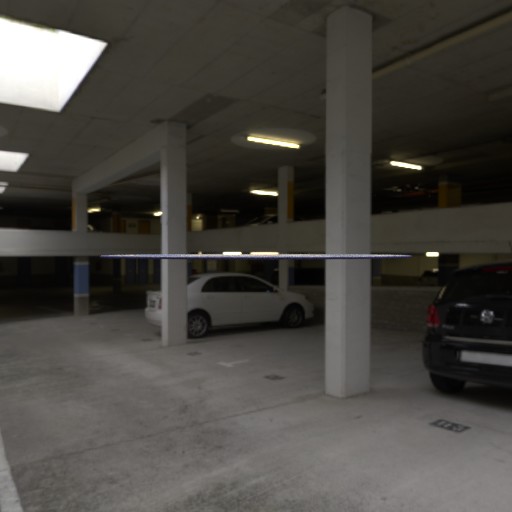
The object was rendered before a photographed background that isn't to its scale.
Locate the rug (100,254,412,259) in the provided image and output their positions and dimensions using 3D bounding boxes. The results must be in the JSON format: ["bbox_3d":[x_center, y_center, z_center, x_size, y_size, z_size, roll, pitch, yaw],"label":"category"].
[{"bbox_3d":[0.000,0.000,2.396,1.591,0.010,1.591,0,1,0],"label":"rug"}]
